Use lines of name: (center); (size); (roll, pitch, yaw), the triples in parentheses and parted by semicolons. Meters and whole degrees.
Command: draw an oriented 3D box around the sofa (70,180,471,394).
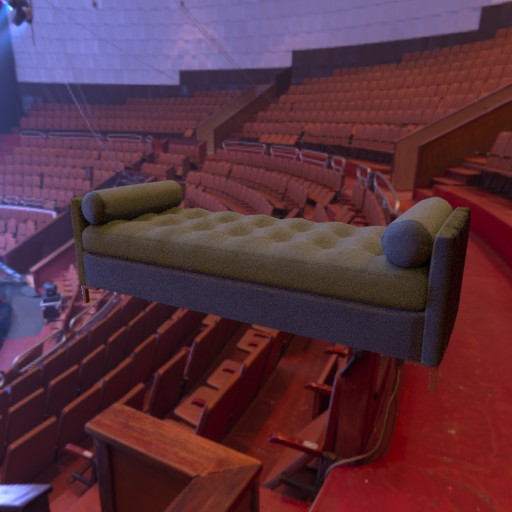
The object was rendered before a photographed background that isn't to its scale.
sofa: (0.000, 0.000, 2.491); (2.102, 0.705, 0.796); (8, 18, 28)
